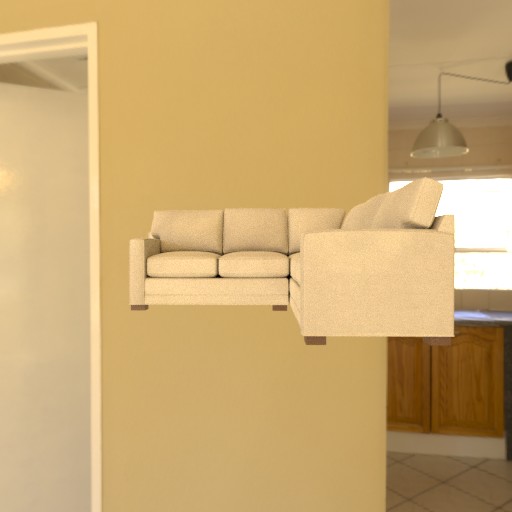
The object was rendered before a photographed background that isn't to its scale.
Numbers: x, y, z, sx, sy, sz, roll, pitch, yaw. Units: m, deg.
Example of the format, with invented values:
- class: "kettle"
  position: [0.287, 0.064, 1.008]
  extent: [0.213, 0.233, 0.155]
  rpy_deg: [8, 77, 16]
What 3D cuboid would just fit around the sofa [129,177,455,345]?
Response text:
- class: "sofa"
  position: [0.000, 0.000, 3.469]
  extent: [2.182, 0.939, 2.189]
  rpy_deg: [0, 1, 1]
